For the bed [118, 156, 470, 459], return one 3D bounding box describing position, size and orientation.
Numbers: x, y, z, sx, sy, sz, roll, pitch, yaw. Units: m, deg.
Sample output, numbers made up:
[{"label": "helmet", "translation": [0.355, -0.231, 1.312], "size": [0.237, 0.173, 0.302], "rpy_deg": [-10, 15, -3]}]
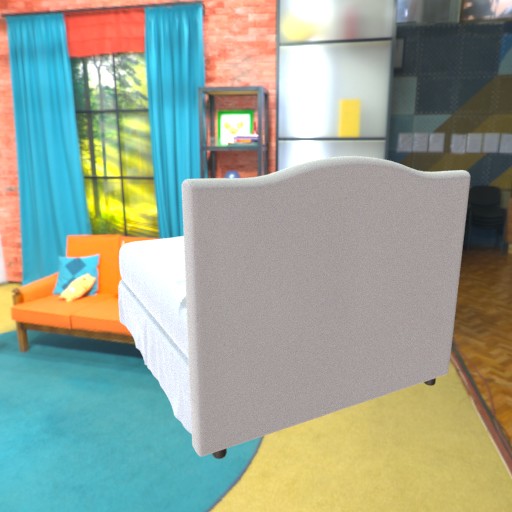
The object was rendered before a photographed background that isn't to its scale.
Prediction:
[{"label": "bed", "translation": [0.000, 0.000, 3.259], "size": [1.753, 1.460, 2.143], "rpy_deg": [-7, 15, -27]}]
